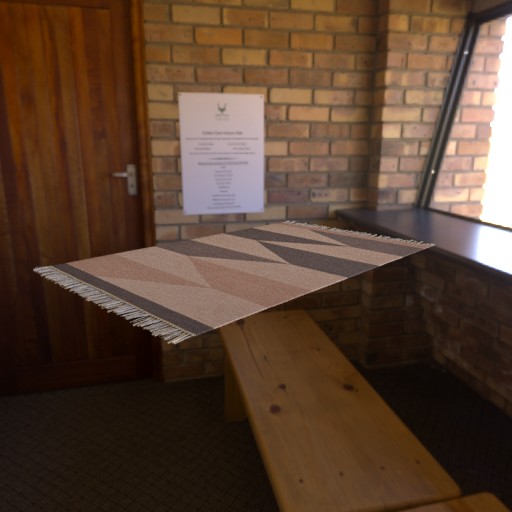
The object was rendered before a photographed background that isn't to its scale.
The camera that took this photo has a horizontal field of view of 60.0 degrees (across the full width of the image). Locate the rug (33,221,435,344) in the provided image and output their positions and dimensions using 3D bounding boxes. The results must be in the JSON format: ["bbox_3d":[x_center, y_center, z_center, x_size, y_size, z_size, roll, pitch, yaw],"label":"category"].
[{"bbox_3d":[0.000,0.000,2.528,1.224,0.027,2.021,14,20,43],"label":"rug"}]
